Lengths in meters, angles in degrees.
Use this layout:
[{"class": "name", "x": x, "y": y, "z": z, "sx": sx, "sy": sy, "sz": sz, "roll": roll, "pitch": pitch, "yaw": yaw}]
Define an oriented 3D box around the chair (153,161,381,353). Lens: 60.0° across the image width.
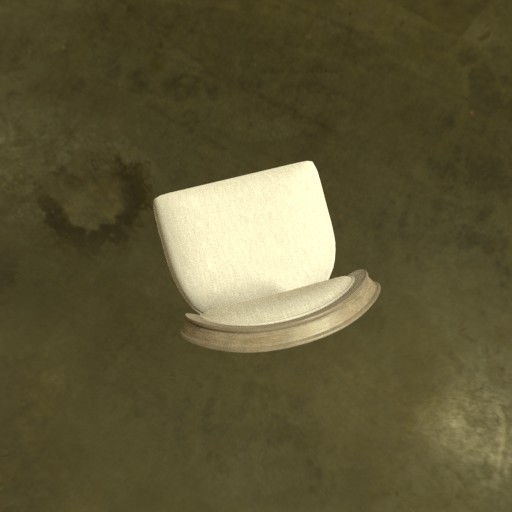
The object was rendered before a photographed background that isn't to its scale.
[{"class": "chair", "x": 0.000, "y": 0.000, "z": 1.308, "sx": 0.558, "sy": 0.990, "sz": 0.602, "roll": -14, "pitch": 75, "yaw": -4}]
